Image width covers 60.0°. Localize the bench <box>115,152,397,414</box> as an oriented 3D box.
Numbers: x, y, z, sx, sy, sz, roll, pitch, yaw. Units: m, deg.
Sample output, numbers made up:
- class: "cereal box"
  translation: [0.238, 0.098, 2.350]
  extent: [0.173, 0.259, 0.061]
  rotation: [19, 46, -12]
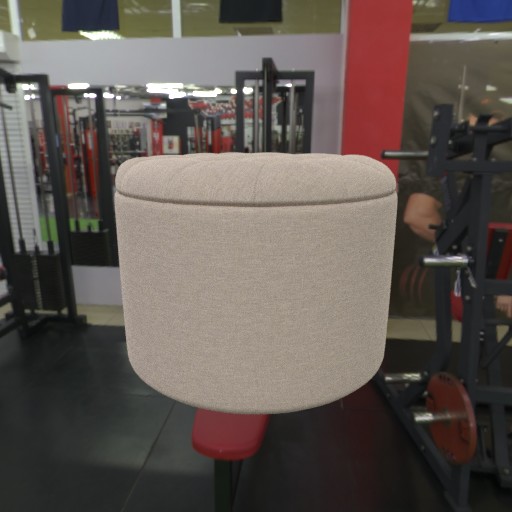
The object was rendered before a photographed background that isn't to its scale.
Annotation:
- class: "bench"
  translation: [0.000, 0.000, 1.018]
  extent: [0.600, 0.454, 0.600]
  rotation: [0, 15, 0]
